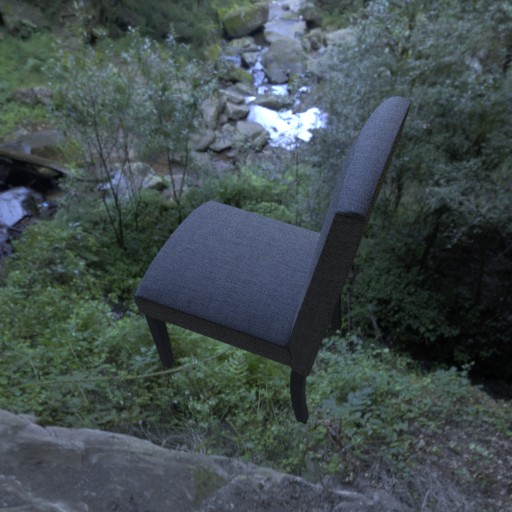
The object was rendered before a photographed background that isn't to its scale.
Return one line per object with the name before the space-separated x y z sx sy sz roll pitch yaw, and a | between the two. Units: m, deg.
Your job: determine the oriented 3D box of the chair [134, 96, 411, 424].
chair | 0.000 0.000 1.243 0.580 0.917 0.451 17 49 16
